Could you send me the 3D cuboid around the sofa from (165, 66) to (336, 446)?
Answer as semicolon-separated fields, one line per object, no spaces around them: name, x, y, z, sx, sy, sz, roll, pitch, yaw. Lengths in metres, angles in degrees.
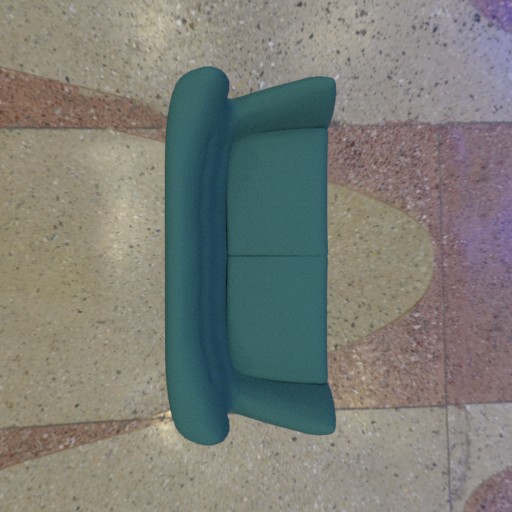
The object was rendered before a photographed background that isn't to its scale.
sofa;0.000;0.000;2.540;0.889;0.890;1.930;0;90;0
